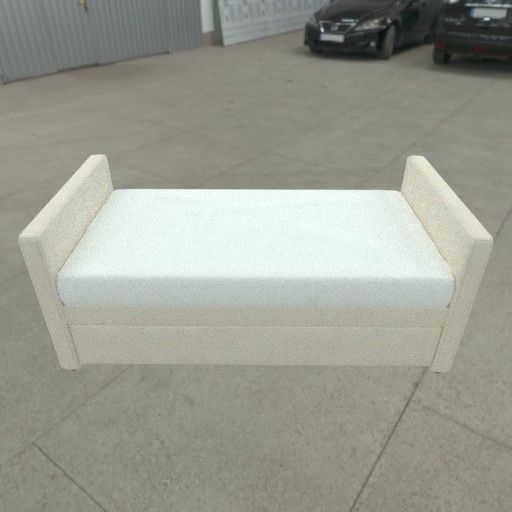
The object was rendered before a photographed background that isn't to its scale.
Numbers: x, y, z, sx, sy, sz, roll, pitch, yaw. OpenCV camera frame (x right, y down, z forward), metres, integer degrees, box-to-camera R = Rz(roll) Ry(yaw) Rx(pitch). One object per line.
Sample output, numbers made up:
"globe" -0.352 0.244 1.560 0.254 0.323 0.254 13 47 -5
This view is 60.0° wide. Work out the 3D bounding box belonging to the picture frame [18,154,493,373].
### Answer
"picture frame" 0.000 0.000 2.676 2.161 0.891 1.069 0 33 0
